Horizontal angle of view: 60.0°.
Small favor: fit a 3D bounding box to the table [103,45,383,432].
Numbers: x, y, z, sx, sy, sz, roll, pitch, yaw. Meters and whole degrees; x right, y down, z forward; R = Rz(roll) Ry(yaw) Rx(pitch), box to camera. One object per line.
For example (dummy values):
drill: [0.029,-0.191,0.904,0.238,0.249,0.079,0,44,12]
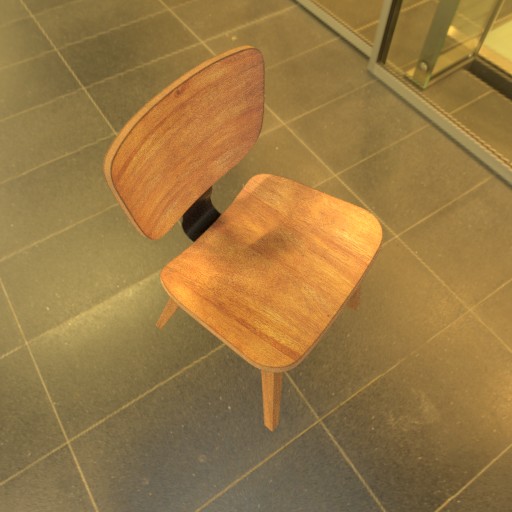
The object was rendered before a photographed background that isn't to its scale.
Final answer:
table: [0.000,0.000,1.104,0.500,0.805,0.499,32,64,18]
